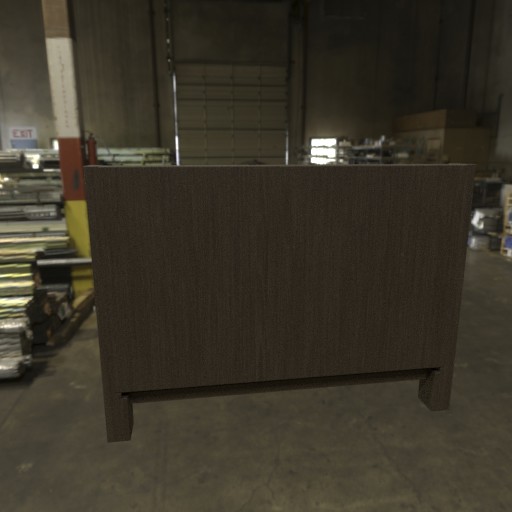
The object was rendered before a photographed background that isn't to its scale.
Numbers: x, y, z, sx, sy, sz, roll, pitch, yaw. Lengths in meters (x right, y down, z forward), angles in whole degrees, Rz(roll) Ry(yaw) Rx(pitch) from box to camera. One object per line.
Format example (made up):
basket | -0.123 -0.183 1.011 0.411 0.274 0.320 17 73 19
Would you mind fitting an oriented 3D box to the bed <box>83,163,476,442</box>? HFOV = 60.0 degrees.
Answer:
bed | 0.000 0.000 3.005 1.735 1.261 1.992 -2 13 -9
